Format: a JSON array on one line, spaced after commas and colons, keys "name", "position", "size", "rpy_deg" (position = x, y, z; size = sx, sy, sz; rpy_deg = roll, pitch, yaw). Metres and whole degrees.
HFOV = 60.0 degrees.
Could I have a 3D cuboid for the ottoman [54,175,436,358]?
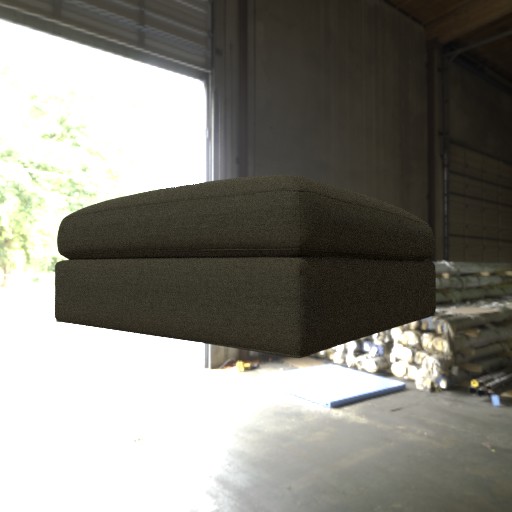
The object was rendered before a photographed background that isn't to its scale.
[{"name": "ottoman", "position": [0.000, 0.000, 1.657], "size": [1.041, 0.470, 1.041], "rpy_deg": [-1, -1, 37]}]
